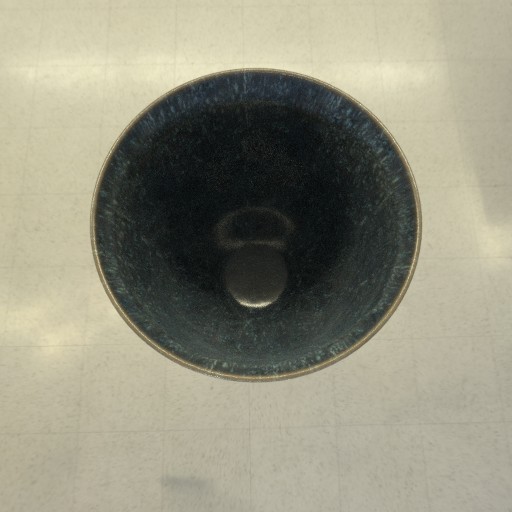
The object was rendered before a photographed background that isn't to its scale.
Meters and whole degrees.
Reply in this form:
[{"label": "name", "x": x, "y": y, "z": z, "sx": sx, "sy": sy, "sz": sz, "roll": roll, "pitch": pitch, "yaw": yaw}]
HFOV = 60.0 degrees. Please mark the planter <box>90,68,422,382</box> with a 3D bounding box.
[{"label": "planter", "x": 0.000, "y": 0.000, "z": 0.363, "sx": 0.195, "sy": 0.214, "sz": 0.195, "roll": 0, "pitch": 75, "yaw": 0}]
